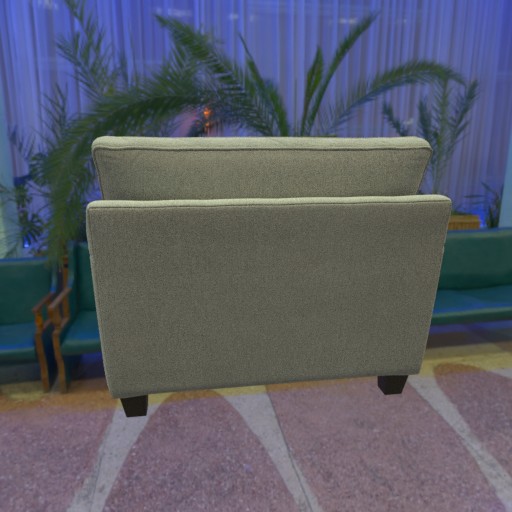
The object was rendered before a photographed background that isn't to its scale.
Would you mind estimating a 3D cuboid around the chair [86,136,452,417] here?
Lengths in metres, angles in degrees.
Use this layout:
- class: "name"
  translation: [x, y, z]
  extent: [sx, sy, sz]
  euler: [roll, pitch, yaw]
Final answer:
- class: "chair"
  translation: [0.000, 0.000, 1.962]
  extent: [1.220, 1.016, 1.041]
  euler: [-2, 14, -8]
